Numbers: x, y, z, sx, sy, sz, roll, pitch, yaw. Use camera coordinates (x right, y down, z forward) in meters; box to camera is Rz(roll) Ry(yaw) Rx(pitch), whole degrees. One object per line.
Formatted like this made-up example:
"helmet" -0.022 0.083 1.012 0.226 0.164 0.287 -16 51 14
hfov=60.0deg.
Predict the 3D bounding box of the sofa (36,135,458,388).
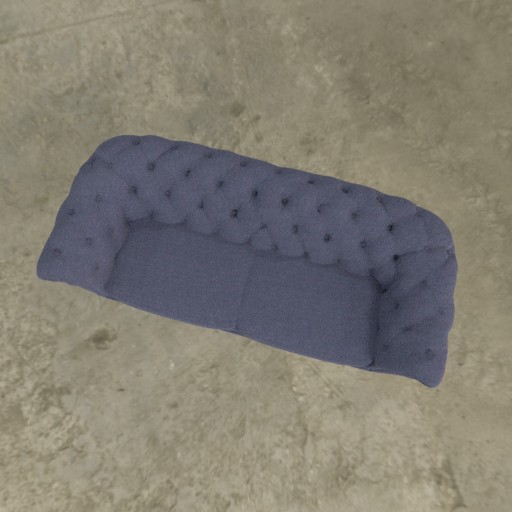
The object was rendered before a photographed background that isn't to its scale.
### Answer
"sofa" 0.000 0.000 2.841 2.335 0.836 1.046 15 77 4
